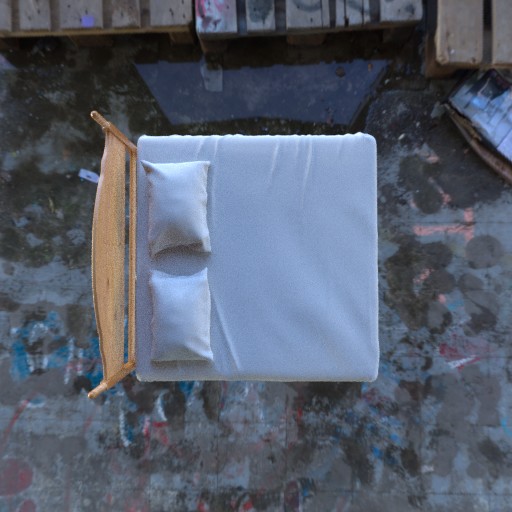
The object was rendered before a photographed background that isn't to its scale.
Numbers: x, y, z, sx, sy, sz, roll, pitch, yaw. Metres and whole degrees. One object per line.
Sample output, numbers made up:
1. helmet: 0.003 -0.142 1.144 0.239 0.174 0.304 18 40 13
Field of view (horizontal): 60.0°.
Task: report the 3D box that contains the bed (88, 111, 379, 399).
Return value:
1. bed: 0.000 0.000 3.574 2.219 1.355 2.322 0 88 1
